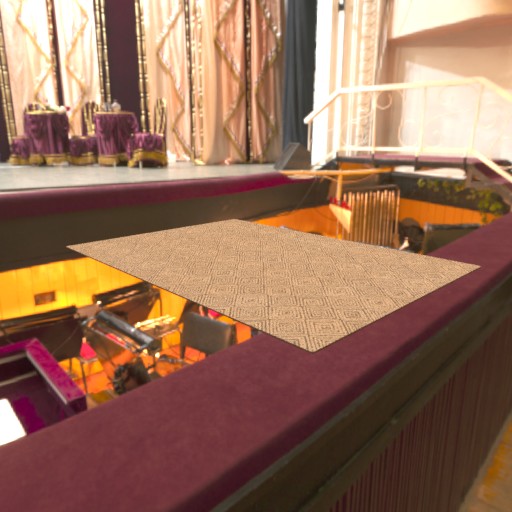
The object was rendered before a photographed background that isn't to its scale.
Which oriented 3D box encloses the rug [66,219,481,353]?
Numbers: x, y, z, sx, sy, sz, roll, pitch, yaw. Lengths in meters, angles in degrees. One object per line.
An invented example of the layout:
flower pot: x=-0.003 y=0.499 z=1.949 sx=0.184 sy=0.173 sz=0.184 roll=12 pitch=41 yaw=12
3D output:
rug: x=0.000 y=0.000 z=2.900 sx=1.593 sy=0.008 sz=2.238 roll=-14 pitch=20 yaw=-42
